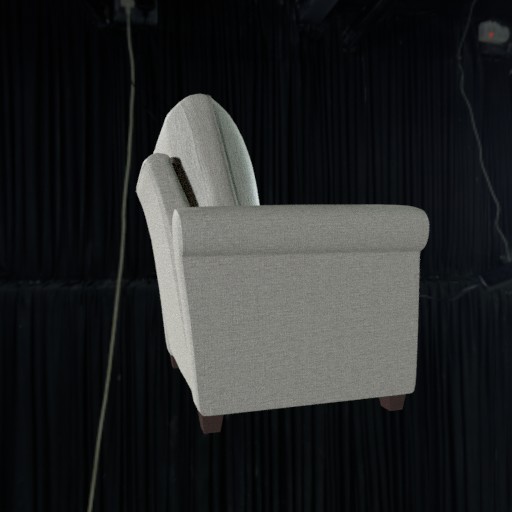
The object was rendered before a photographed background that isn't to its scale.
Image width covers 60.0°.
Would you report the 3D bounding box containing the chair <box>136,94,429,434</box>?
[{"bbox_3d":[0.000,0.000,2.309,1.180,1.349,1.275,0,1,-17],"label":"chair"}]
